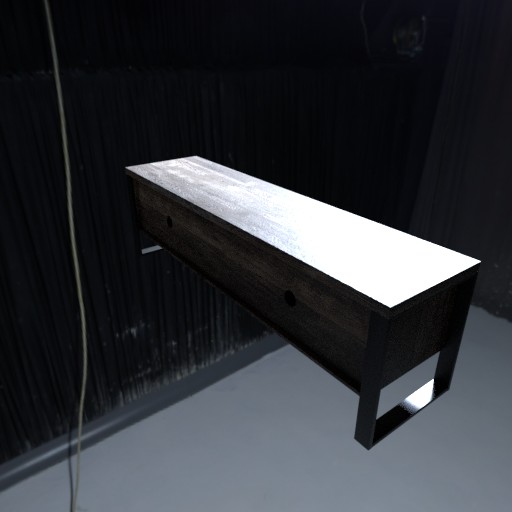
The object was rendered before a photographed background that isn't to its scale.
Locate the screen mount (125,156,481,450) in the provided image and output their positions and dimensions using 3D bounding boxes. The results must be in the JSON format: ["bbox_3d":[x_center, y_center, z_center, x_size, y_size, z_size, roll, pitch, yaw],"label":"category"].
[{"bbox_3d":[0.000,0.000,1.740,0.395,0.450,1.524,-18,31,-33],"label":"screen mount"}]
